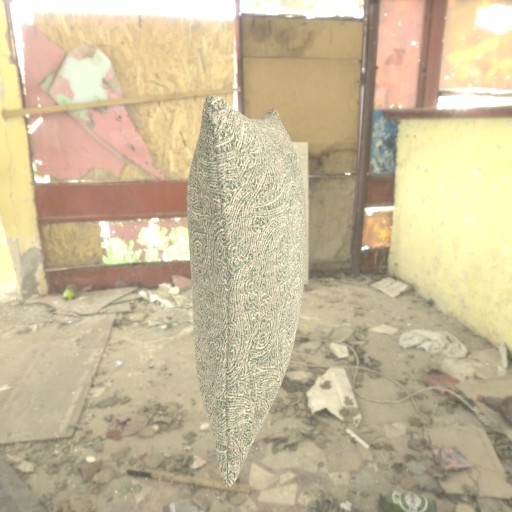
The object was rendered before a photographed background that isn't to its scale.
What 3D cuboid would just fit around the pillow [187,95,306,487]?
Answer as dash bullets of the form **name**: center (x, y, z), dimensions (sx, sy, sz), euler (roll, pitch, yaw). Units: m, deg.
- **pillow**: center (0.000, 0.000, 0.779), dimensions (0.166, 0.507, 0.526), euler (3, 17, 9)
